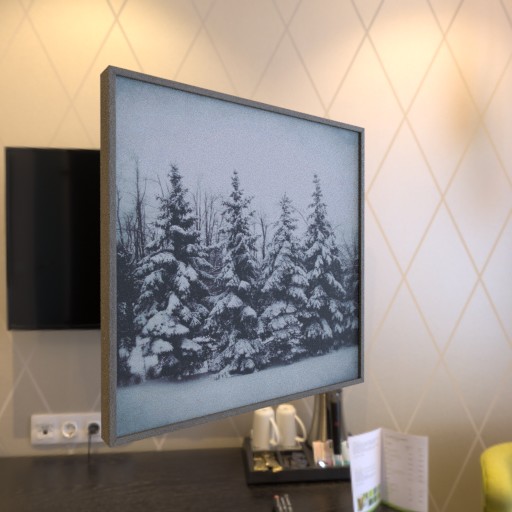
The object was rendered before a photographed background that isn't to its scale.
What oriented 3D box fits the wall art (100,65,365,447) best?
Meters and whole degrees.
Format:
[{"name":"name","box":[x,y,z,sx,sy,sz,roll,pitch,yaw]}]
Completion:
[{"name":"wall art","box":[0.000,0.000,0.751,0.507,0.507,0.037,0,1,-36]}]
